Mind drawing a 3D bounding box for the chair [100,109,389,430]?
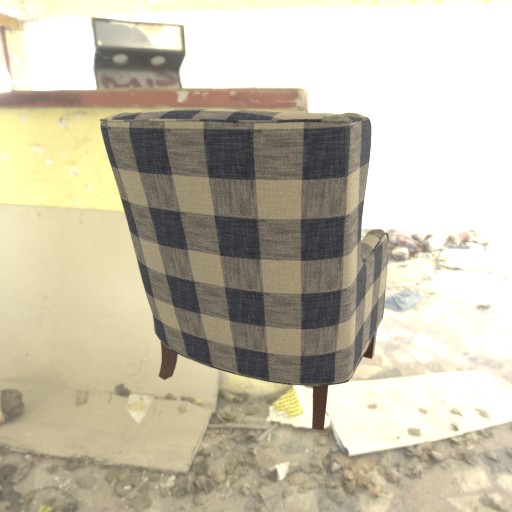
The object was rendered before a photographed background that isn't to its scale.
[{"bbox_3d":[0.000,0.000,1.669,0.830,1.041,0.889,9,19,26],"label":"chair"}]
